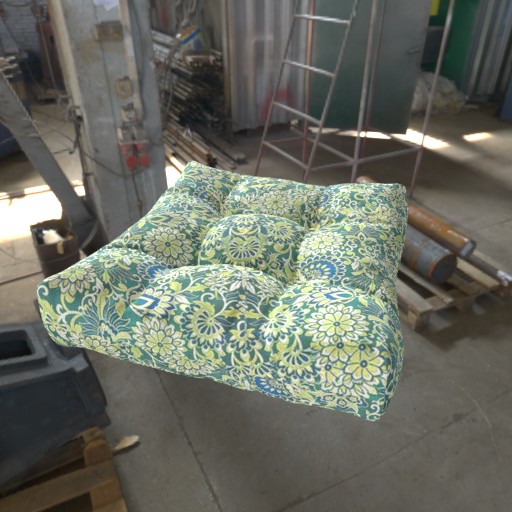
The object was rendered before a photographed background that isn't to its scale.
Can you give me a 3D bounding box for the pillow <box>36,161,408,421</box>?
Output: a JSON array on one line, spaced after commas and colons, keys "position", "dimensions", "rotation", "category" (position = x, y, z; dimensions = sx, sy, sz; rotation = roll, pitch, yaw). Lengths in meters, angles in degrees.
[{"position": [0.000, 0.000, 0.722], "dimensions": [0.468, 0.128, 0.490], "rotation": [9, 33, 14], "category": "pillow"}]
